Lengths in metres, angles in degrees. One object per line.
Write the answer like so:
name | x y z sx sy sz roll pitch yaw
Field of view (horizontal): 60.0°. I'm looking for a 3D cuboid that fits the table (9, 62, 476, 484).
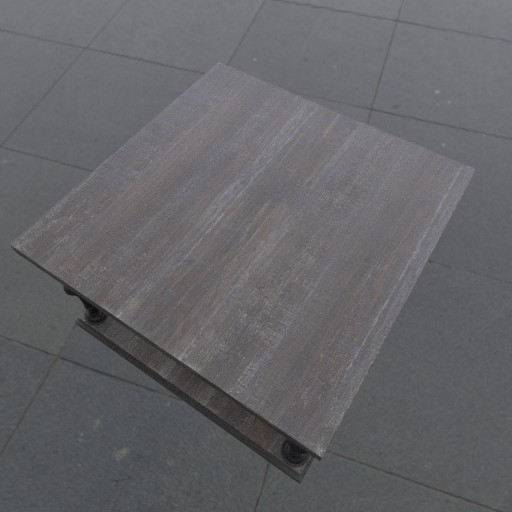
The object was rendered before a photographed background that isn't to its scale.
table | 0.000 0.000 1.088 0.696 0.400 0.696 29 62 17
